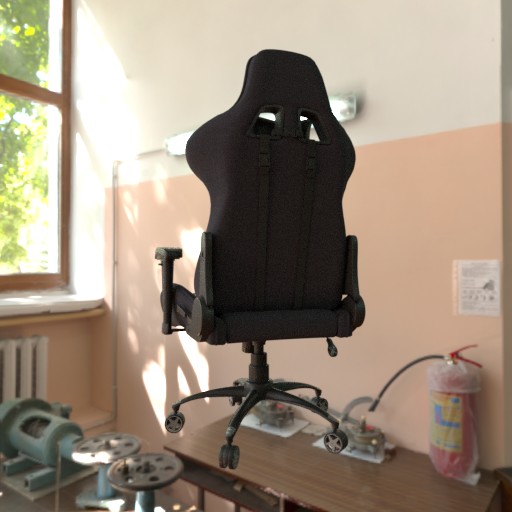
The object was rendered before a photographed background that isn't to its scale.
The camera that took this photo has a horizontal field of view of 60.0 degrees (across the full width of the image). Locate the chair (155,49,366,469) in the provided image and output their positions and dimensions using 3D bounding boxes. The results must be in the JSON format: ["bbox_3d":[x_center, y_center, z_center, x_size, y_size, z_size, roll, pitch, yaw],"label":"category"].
[{"bbox_3d":[0.000,0.000,1.688,0.730,1.300,0.695,0,-1,-19],"label":"chair"}]
